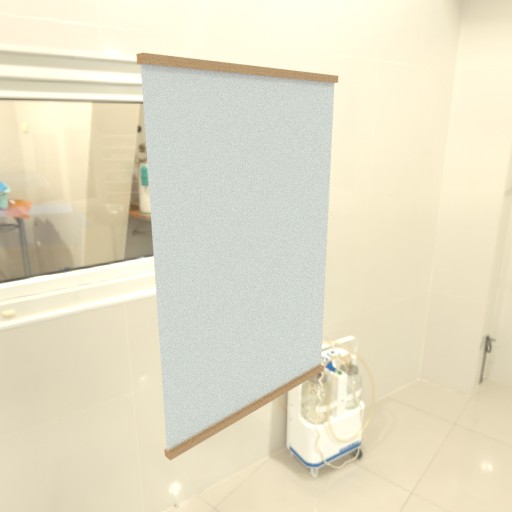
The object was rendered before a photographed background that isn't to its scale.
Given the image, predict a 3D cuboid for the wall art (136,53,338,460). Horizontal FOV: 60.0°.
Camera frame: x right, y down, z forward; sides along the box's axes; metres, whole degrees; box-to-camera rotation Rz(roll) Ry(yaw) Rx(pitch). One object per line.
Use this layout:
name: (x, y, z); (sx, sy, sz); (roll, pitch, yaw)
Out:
wall art: (0.000, 0.000, 0.646); (0.335, 0.510, 0.013); (-15, 22, -41)
